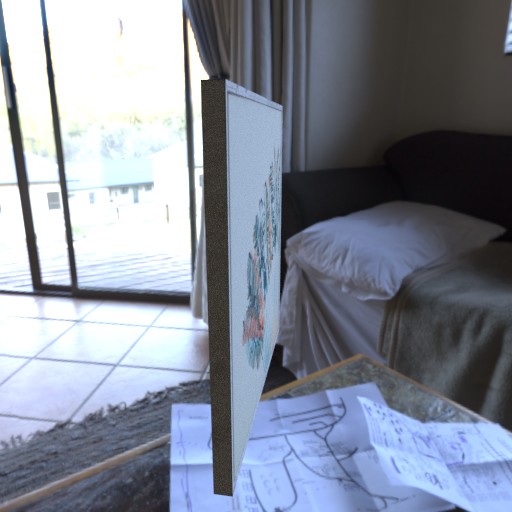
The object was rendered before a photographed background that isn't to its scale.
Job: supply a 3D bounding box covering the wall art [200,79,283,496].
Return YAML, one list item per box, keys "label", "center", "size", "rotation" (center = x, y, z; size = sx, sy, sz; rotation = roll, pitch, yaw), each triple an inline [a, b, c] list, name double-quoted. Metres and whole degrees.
- label: "wall art"
  center: [0.000, 0.000, 1.121]
  size: [0.038, 0.757, 0.760]
  rotation: [3, 16, 9]
